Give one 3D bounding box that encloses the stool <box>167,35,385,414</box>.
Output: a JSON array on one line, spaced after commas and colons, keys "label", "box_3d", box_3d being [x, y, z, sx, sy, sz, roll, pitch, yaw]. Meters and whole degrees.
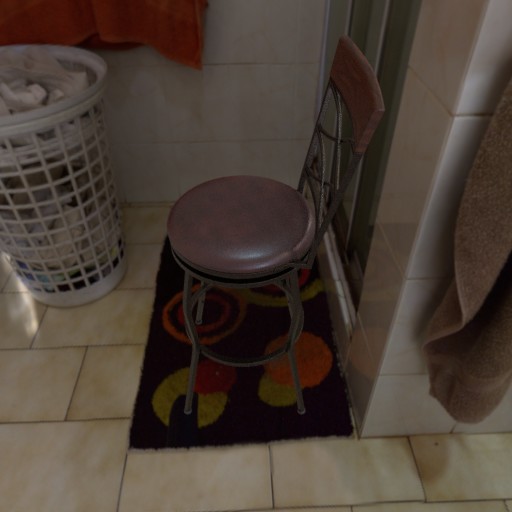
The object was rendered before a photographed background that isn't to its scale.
[{"label": "stool", "box_3d": [0.000, 0.000, 1.354, 0.513, 1.130, 0.448, 0, 42, 0]}]
